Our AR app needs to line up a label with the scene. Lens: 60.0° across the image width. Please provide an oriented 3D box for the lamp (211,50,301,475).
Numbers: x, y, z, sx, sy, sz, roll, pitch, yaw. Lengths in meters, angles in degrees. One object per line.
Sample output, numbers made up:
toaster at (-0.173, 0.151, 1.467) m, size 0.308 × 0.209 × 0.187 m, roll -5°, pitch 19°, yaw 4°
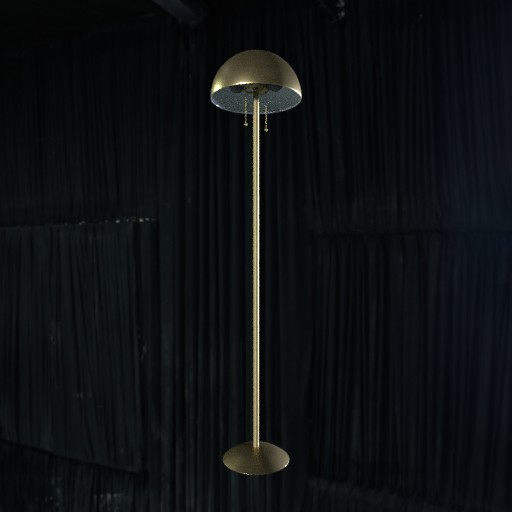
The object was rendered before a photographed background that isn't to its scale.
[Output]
lamp at (0.000, 0.000, 1.614) m, size 0.328 × 1.480 × 0.328 m, roll 0°, pitch 1°, yaw 19°
